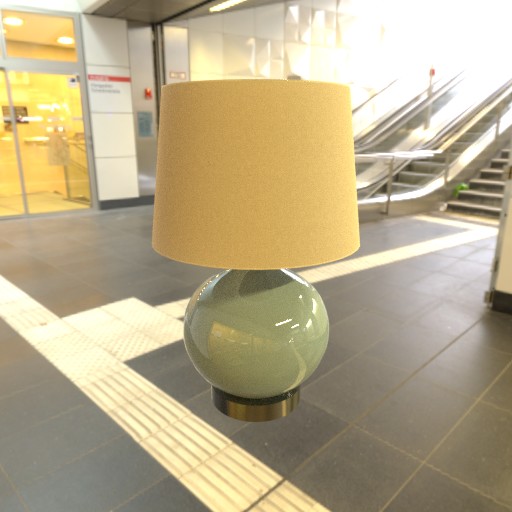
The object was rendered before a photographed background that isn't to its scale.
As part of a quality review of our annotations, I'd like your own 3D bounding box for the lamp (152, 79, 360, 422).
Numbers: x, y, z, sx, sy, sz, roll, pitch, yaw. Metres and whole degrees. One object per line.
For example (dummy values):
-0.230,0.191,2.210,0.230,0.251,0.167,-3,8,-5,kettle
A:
0.000,0.000,0.544,0.247,0.387,0.247,0,16,0,lamp
